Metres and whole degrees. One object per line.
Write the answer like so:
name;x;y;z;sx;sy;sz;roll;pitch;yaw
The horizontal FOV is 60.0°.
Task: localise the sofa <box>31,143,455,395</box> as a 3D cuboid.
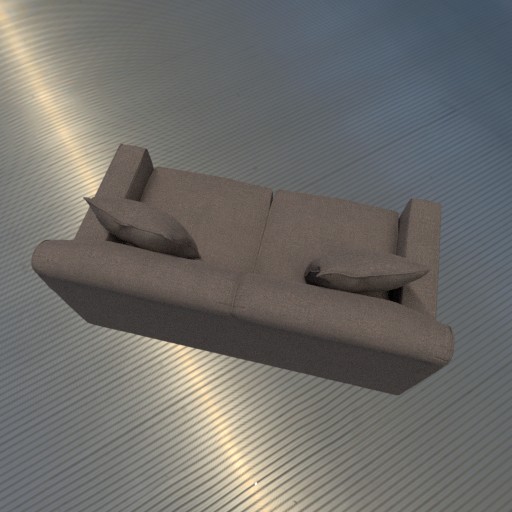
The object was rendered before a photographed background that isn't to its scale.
sofa;0.000;0.000;2.415;1.846;0.958;1.000;12;63;6
